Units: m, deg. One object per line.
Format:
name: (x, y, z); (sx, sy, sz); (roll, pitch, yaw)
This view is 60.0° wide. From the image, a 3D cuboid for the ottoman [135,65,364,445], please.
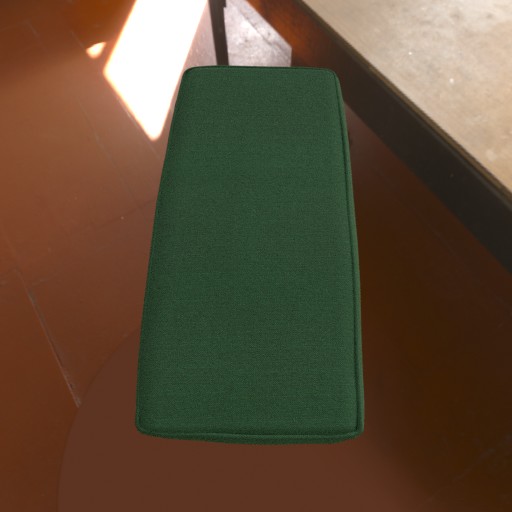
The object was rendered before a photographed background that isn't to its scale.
ottoman: (0.000, 0.000, 1.212); (0.483, 0.471, 0.957); (2, 65, 1)
